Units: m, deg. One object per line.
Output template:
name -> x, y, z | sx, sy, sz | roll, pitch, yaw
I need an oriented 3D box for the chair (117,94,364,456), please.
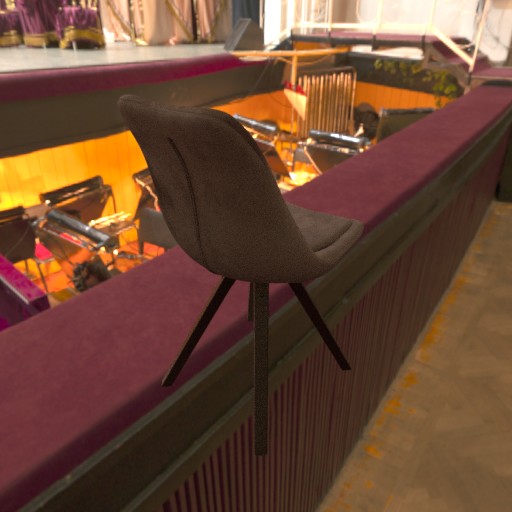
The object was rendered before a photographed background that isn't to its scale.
chair -> 0.000, 0.000, 1.177 | 0.476, 0.850, 0.550 | 22, 36, 34
